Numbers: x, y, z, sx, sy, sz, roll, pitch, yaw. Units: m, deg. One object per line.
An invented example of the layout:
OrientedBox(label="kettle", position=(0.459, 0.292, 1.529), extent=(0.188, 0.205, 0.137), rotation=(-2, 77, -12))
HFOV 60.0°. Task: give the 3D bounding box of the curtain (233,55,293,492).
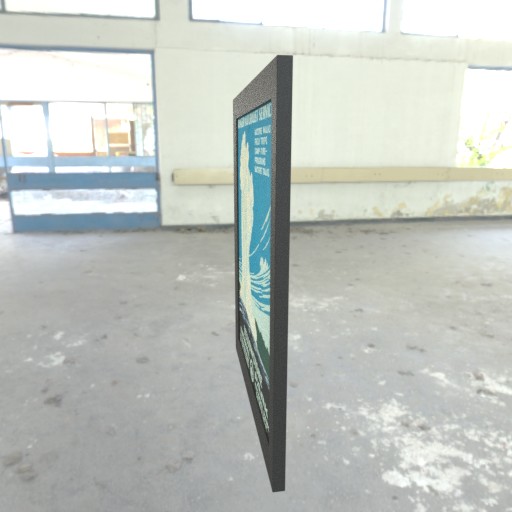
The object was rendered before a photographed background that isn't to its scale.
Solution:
OrientedBox(label="curtain", position=(0.000, 0.000, 0.804), extent=(0.027, 0.585, 0.483), rotation=(-2, 14, -9))
